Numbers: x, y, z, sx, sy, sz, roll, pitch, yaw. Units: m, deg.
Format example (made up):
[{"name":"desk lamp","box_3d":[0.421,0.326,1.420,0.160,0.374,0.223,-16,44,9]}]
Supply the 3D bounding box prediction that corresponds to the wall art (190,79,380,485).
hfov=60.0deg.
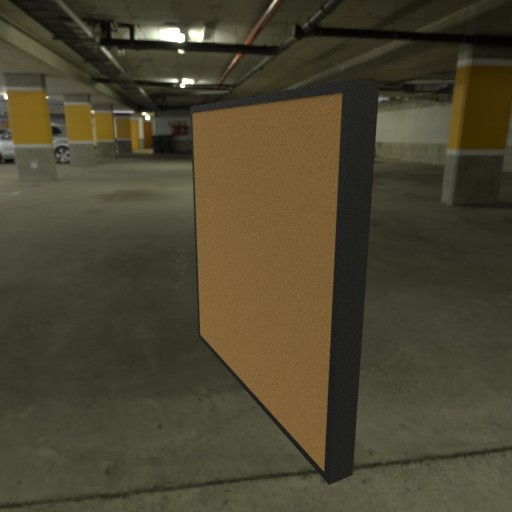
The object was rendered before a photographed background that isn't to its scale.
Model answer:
[{"name":"wall art","box_3d":[0.000,0.000,0.755,0.040,0.509,0.509,-8,17,-26]}]
